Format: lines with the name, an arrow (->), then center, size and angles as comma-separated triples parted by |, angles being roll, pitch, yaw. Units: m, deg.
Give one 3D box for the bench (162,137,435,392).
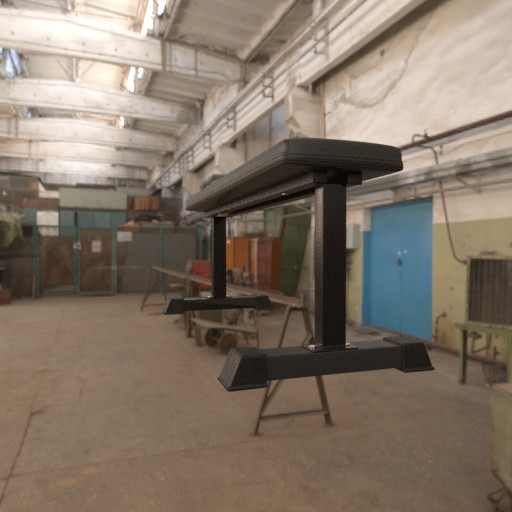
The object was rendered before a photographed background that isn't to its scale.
bench -> 0.000, 0.000, 1.316 | 0.439, 0.453, 1.072 | 0, 1, -18
